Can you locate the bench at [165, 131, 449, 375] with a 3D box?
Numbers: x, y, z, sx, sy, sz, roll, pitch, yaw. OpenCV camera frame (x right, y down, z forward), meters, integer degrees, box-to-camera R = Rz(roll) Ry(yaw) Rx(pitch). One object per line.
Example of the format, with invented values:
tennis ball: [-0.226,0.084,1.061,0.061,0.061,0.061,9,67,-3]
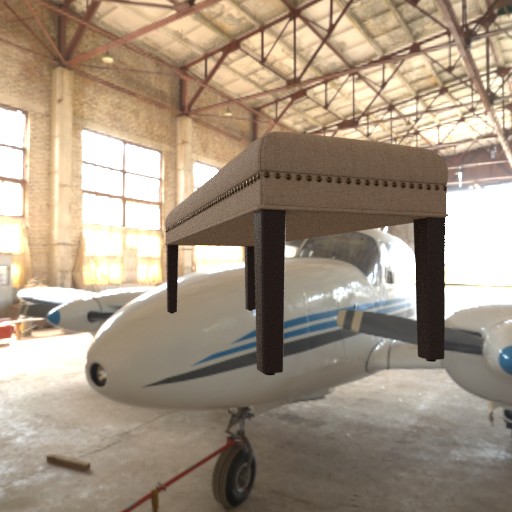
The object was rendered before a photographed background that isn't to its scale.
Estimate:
bench: [0.000,0.000,1.399,0.410,0.457,1.219,1,-2,-19]
